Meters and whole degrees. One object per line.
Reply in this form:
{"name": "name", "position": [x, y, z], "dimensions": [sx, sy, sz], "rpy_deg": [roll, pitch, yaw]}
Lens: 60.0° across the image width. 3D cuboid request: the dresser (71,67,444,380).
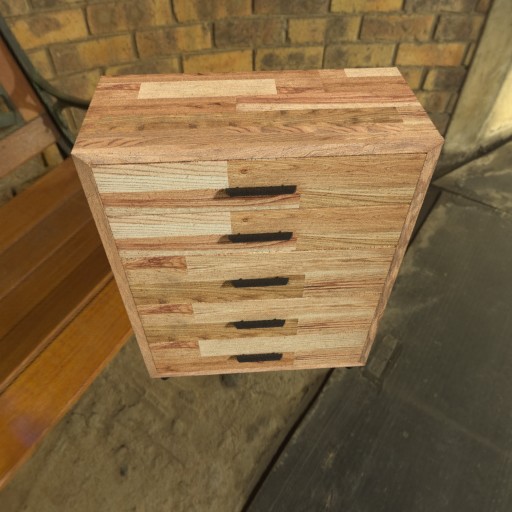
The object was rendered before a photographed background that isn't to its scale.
{"name": "dresser", "position": [0.000, 0.000, 1.730], "dimensions": [0.966, 1.243, 0.480], "rpy_deg": [-3, 47, -3]}
